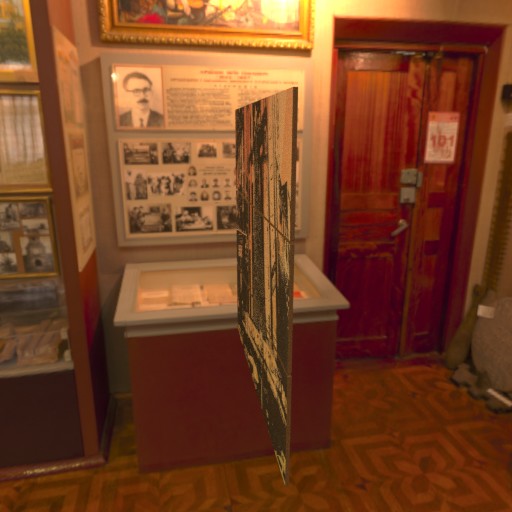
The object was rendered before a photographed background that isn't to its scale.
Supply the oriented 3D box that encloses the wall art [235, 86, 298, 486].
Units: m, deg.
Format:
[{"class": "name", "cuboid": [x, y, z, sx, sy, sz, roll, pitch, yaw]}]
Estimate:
[{"class": "wall art", "cuboid": [0.000, 0.000, 1.851, 0.013, 1.216, 1.216, -3, 16, -9]}]
